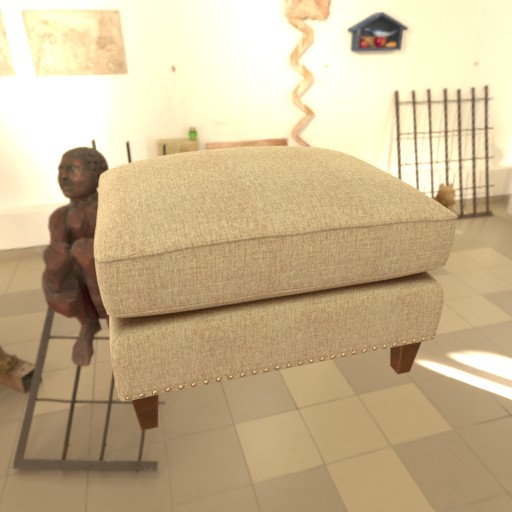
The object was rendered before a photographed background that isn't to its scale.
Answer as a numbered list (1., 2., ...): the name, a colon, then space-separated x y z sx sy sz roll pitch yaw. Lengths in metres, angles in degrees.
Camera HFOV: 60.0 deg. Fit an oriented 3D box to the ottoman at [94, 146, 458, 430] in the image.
1. ottoman: 0.000 0.000 1.155 0.741 0.513 0.584 -7 27 -15
